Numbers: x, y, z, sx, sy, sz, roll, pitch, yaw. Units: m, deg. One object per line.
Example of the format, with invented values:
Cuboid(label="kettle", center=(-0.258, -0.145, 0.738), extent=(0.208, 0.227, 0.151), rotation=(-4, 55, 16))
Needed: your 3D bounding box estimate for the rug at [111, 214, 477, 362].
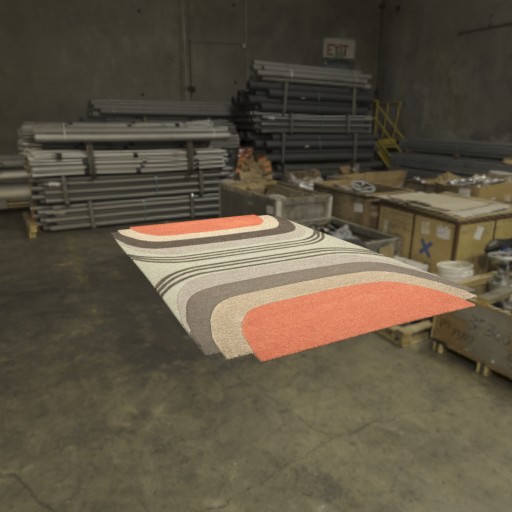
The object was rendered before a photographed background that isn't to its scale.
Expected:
Cuboid(label="rug", center=(0.000, 0.000, 2.958), extent=(1.530, 0.017, 2.446), rotation=(-8, 19, -25))
